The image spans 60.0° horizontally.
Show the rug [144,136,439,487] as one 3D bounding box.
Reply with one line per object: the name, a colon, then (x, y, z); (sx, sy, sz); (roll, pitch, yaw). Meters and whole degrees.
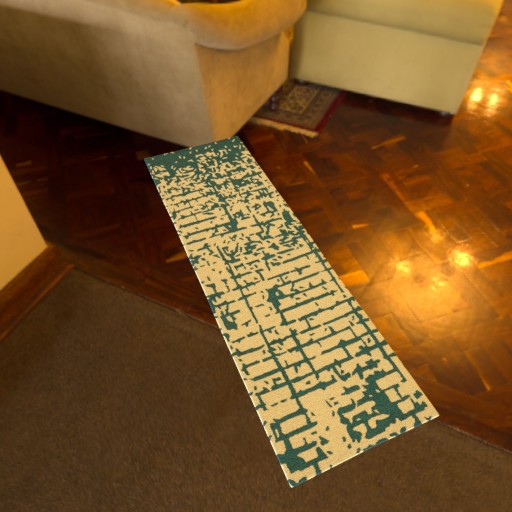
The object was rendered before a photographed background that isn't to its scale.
rug: (0.000, 0.000, 2.648); (0.750, 0.011, 2.435); (-18, 51, -15)
